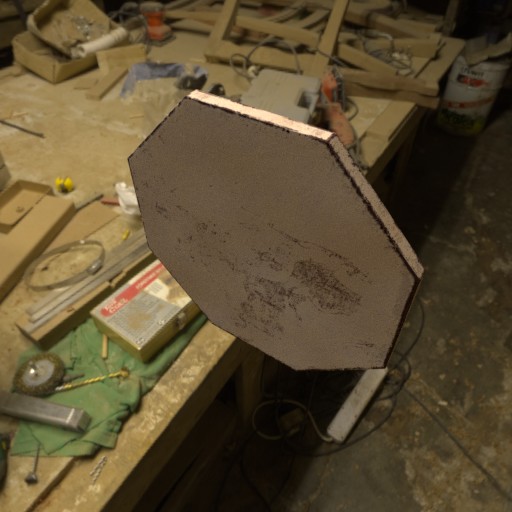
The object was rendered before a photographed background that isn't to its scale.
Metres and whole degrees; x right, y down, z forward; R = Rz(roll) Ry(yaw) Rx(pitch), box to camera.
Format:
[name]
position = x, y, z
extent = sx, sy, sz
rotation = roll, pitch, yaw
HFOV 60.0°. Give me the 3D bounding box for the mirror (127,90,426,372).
[mirror]
position = 0.000, 0.000, 0.938
extent = 0.648, 0.648, 0.031
rotation = 25, 50, 23
